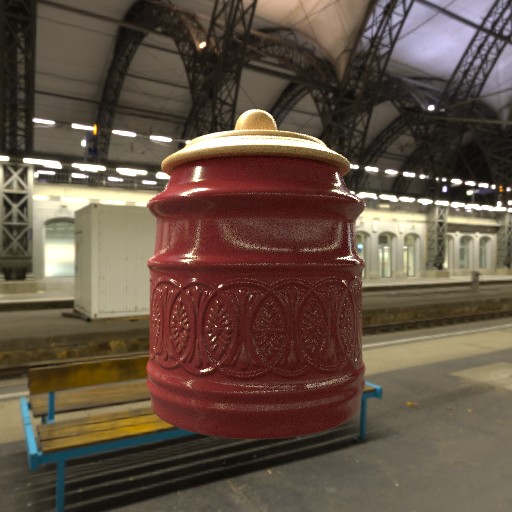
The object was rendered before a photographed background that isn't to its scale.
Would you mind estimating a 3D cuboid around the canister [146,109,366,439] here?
[{"bbox_3d":[0.000,0.000,0.270,0.130,0.176,0.130,0,0,0],"label":"canister"}]
